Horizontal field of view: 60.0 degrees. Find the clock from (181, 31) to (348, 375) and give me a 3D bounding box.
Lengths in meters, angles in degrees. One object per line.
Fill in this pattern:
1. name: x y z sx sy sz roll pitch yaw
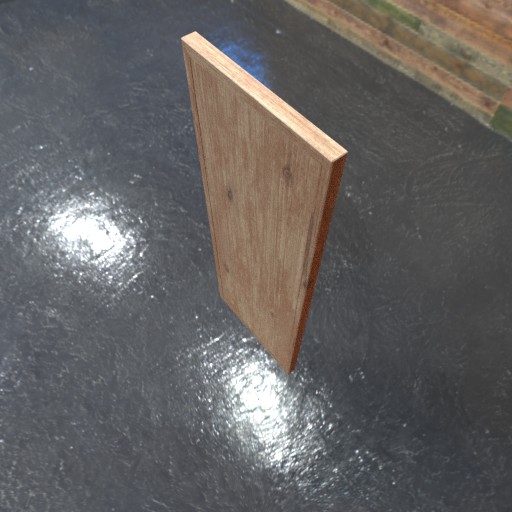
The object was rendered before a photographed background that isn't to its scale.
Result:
1. clock: 0.000 0.000 1.081 0.030 0.965 0.361 -35 64 -19
